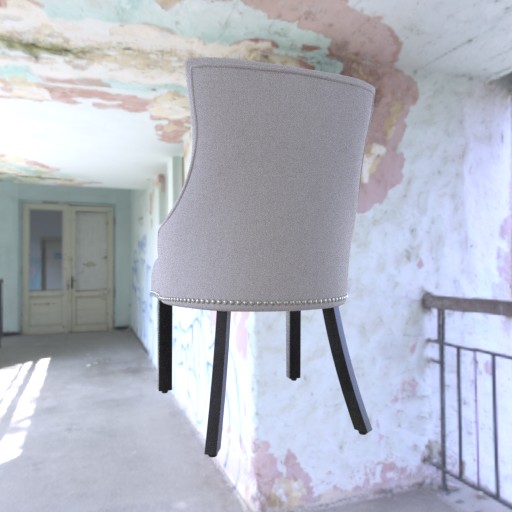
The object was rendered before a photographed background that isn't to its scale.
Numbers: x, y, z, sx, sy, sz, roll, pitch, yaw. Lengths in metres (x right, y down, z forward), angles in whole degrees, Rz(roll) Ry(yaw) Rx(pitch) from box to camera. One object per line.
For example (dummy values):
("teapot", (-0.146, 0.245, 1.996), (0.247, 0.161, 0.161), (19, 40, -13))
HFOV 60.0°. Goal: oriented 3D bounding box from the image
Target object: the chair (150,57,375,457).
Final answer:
("chair", (0.000, 0.000, 1.318), (0.566, 0.909, 0.629), (0, -1, -19))
